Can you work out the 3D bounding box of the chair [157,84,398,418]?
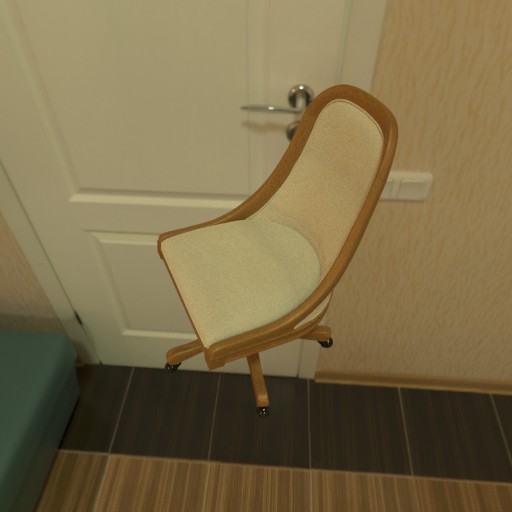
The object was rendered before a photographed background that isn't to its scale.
[{"bbox_3d":[0.000,0.000,1.560,0.811,1.009,0.702,-19,49,-17],"label":"chair"}]
